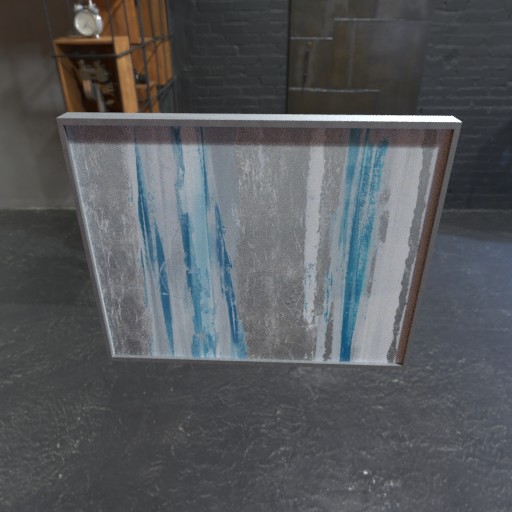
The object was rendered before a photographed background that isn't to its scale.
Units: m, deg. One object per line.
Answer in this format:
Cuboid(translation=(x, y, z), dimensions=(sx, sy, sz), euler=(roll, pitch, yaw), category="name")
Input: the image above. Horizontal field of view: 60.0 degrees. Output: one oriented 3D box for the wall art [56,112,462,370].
Cuboid(translation=(0.000, 0.000, 0.735), dimensions=(0.557, 0.450, 0.037), euler=(1, 30, 2), category="wall art")
